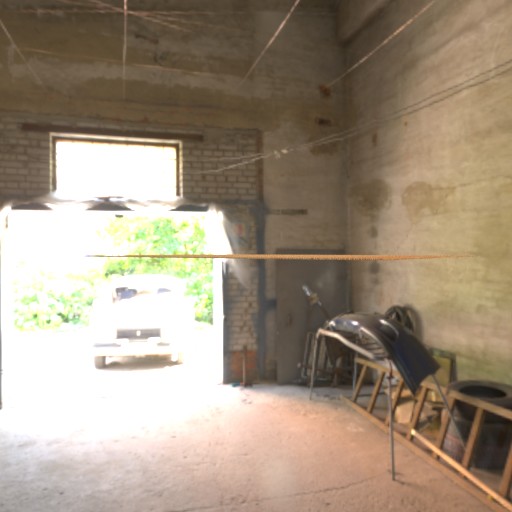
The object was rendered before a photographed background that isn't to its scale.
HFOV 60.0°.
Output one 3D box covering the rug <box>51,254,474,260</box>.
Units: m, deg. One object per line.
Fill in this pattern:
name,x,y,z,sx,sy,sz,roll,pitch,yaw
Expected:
rug,0.000,0.000,2.875,2.285,0.006,1.524,0,1,37
